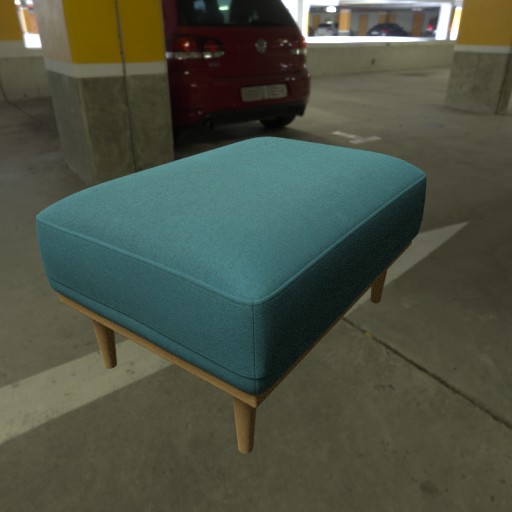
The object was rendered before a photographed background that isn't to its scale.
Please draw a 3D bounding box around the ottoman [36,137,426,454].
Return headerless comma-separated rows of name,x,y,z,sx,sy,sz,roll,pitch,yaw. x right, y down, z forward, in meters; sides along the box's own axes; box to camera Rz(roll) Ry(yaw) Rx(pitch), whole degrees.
ottoman,0.000,0.000,1.034,0.549,0.428,0.749,18,32,31
